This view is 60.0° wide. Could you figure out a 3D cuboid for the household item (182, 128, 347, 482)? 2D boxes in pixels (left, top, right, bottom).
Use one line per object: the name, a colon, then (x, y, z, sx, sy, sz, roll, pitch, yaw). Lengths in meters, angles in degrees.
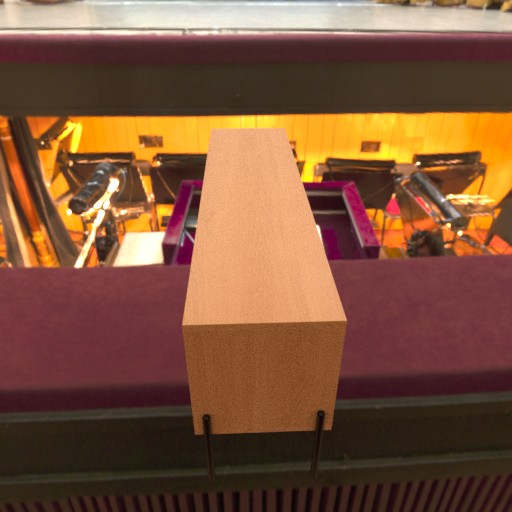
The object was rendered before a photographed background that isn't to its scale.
household item: (0.000, 0.000, 1.814, 0.400, 0.600, 1.550, -1, 33, -2)
